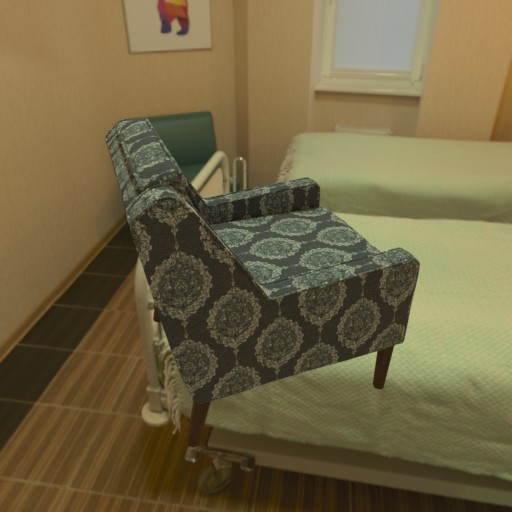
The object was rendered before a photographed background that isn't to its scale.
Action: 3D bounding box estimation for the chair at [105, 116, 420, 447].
[{"bbox_3d":[0.000,0.000,1.363,0.743,0.792,0.663,-11,32,-17],"label":"chair"}]
